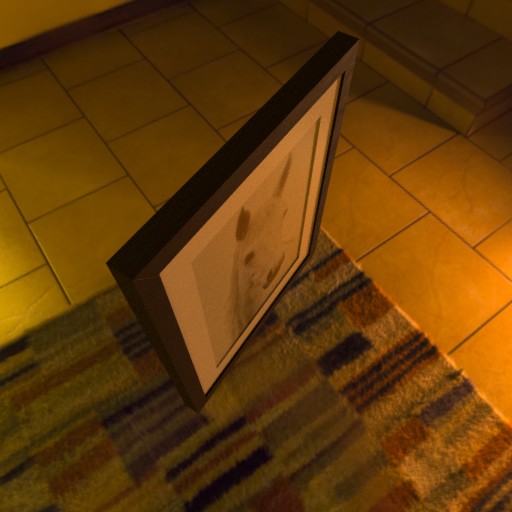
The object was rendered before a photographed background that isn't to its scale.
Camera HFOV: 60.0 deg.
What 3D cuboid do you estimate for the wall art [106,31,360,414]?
[{"bbox_3d":[0.000,0.000,0.747,0.034,0.552,0.455,30,63,17],"label":"wall art"}]
